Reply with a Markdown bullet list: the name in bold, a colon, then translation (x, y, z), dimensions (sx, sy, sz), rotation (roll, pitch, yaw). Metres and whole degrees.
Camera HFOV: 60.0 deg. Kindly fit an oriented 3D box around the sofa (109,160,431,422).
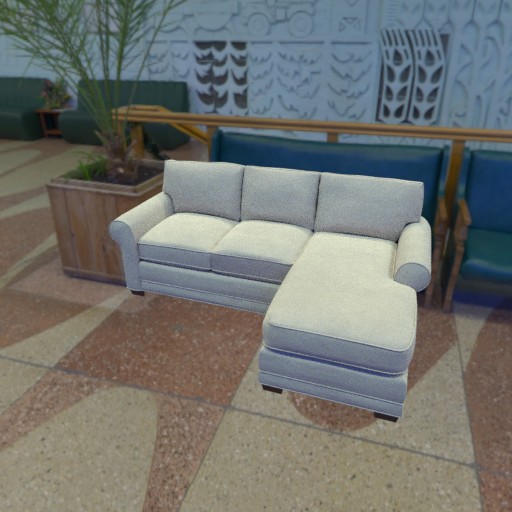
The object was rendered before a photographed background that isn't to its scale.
- **sofa**: translation (0.000, 0.000, 2.400), dimensions (1.770, 0.734, 1.226), rotation (9, 27, 17)
